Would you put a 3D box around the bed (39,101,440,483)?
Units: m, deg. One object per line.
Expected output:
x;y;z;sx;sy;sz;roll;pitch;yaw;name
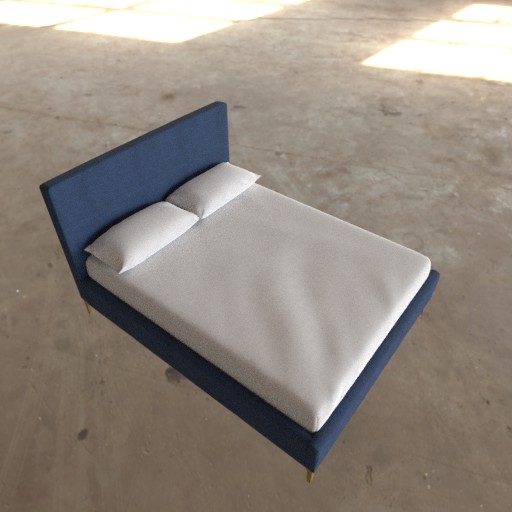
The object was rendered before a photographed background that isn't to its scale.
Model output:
0.000;0.000;3.185;2.172;1.231;1.723;28;48;27;bed
